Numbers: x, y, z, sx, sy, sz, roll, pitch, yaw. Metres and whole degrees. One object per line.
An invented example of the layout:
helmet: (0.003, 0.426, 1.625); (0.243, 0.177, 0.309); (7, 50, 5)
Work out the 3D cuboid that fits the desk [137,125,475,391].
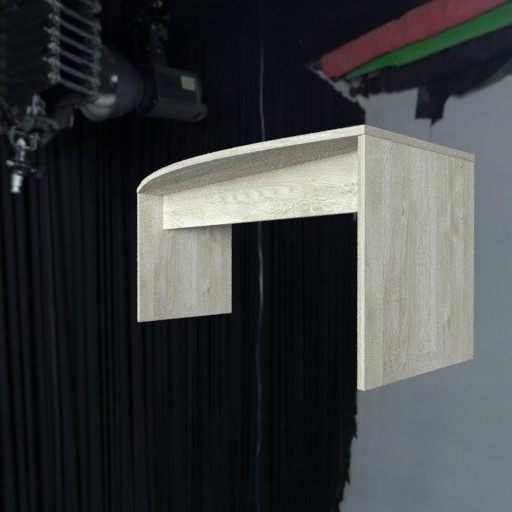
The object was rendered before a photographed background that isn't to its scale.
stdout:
desk: (0.000, 0.000, 2.025); (0.802, 0.752, 1.600); (0, 1, -38)
